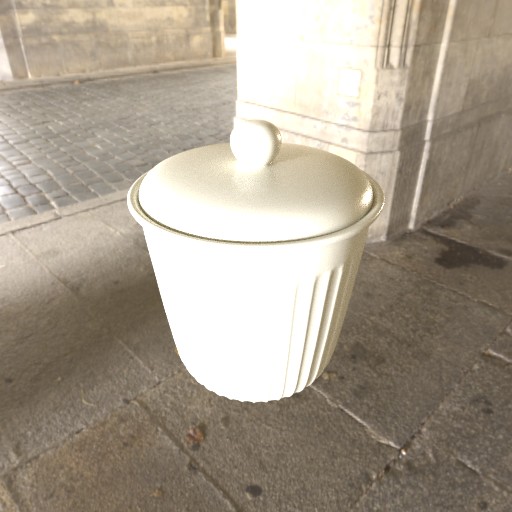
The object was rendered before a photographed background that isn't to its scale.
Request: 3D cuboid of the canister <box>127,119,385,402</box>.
[{"bbox_3d":[0.000,0.000,0.351,0.181,0.211,0.181,0,31,0],"label":"canister"}]
